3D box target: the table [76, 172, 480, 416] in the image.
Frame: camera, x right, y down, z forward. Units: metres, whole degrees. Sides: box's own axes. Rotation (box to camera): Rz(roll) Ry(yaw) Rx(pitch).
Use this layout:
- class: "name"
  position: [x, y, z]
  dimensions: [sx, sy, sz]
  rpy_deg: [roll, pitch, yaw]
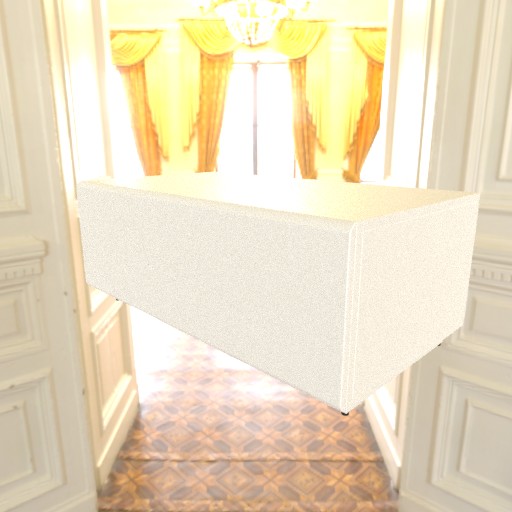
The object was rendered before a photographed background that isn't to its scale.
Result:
- class: "table"
  position: [0.000, 0.000, 1.406]
  dimensions: [1.097, 0.442, 0.639]
  rpy_deg: [14, 21, 43]
